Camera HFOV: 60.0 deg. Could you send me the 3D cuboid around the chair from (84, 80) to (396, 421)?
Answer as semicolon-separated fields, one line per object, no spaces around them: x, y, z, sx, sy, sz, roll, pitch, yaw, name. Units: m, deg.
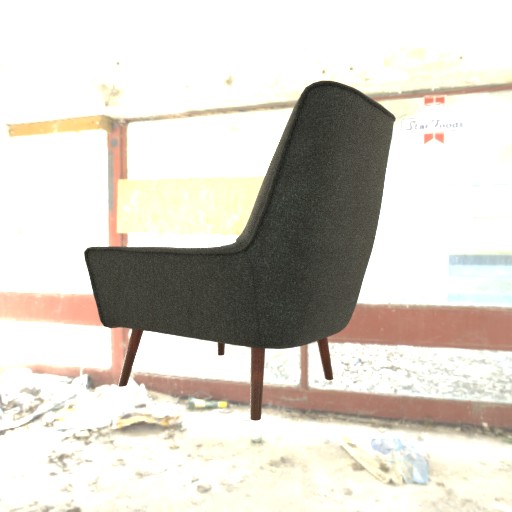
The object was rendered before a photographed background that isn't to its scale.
0.000;0.000;1.484;0.859;0.883;0.763;1;2;36;chair
